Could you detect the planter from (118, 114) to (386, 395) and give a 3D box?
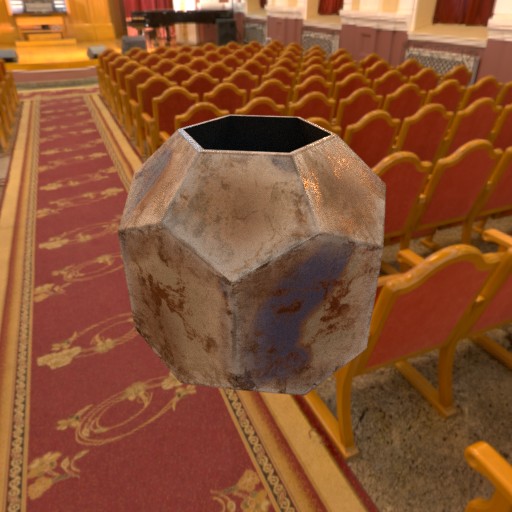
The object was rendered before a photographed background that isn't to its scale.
[{"bbox_3d":[0.000,0.000,0.426,0.243,0.238,0.221,-12,32,-19],"label":"planter"}]
